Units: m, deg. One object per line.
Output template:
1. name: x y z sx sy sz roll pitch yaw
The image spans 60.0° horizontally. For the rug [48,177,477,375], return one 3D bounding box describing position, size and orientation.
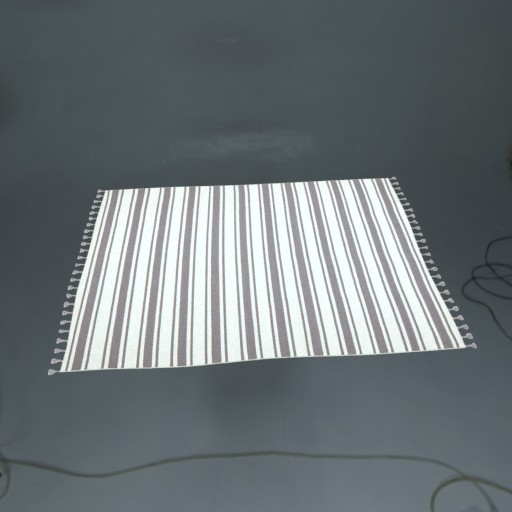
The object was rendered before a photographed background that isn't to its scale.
1. rug: 0.000 0.000 3.779 3.040 0.017 2.030 -3 46 -3
